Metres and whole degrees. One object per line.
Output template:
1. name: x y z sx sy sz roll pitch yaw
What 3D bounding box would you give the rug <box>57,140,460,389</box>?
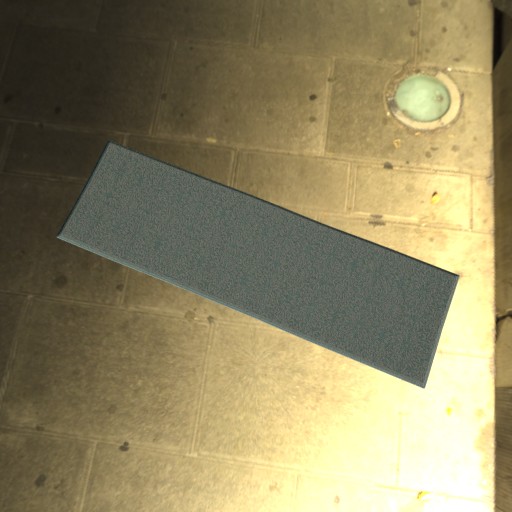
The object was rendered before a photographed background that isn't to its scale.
1. rug: 0.000 0.000 2.505 2.196 0.011 0.662 22 77 5
